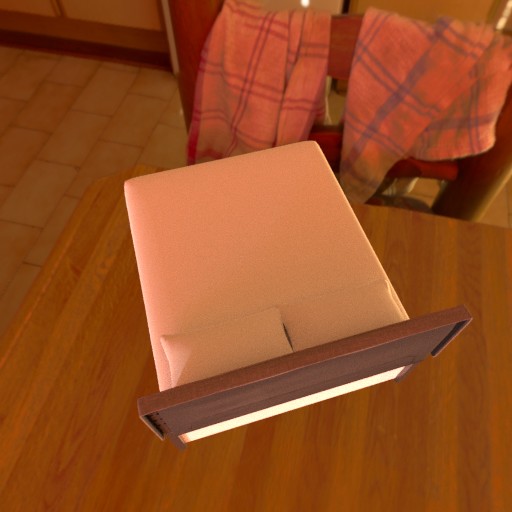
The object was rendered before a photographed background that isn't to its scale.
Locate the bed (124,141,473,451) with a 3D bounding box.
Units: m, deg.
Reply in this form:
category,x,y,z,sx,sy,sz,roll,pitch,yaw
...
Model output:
category,x,y,z,sx,sy,sz,roll,pitch,yaw
bed,0.000,0.000,2.884,1.610,1.089,1.894,-14,59,-9
